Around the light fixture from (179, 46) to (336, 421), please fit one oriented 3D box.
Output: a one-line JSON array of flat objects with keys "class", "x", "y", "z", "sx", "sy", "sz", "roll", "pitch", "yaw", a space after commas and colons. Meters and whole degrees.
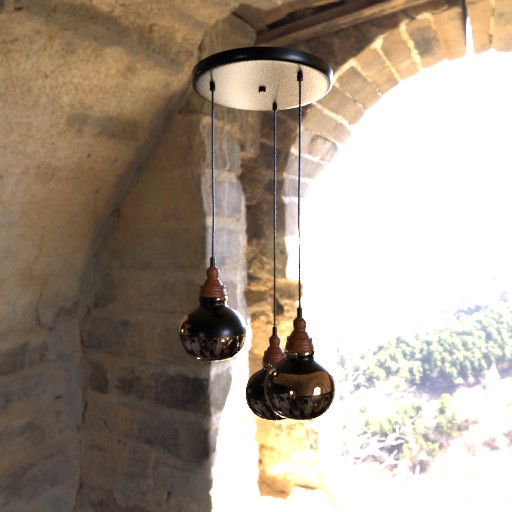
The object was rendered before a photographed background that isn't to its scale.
[{"class": "light fixture", "x": 0.000, "y": 0.000, "z": 1.762, "sx": 0.605, "sy": 1.410, "sz": 0.608, "roll": 0, "pitch": 0, "yaw": -17}]
